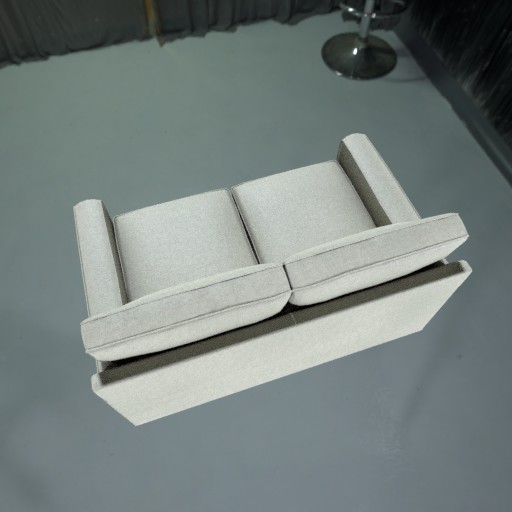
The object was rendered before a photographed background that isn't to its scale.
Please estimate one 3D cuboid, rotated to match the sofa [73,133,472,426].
[{"bbox_3d":[0.000,0.000,2.040,1.484,0.853,0.940,-16,60,-9],"label":"sofa"}]
